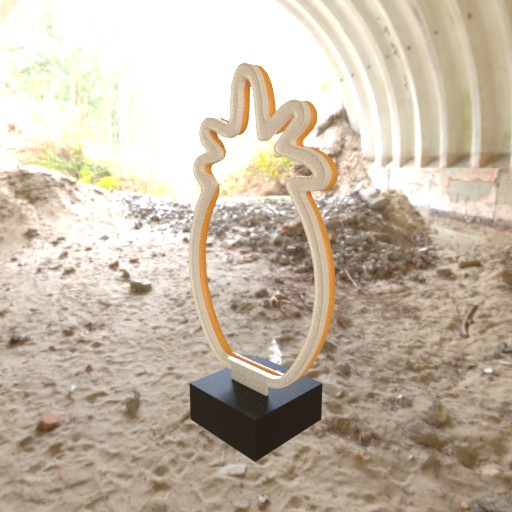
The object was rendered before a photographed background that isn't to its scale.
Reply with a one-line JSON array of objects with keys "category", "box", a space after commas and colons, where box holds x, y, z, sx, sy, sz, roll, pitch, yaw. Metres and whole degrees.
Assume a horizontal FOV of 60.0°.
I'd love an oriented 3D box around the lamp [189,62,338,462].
[{"category": "lamp", "box": [0.000, 0.000, 0.389, 0.088, 0.317, 0.167, -11, 16, -44]}]
